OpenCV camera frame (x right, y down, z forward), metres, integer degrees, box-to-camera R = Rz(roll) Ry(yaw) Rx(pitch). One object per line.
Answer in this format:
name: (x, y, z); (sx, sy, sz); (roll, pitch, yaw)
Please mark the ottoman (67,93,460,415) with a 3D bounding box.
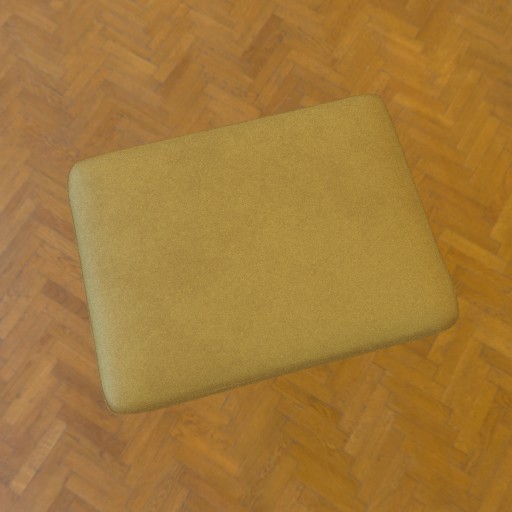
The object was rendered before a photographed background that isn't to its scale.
ottoman: (0.000, 0.000, 1.154); (0.811, 0.449, 0.608); (-14, 77, -3)
